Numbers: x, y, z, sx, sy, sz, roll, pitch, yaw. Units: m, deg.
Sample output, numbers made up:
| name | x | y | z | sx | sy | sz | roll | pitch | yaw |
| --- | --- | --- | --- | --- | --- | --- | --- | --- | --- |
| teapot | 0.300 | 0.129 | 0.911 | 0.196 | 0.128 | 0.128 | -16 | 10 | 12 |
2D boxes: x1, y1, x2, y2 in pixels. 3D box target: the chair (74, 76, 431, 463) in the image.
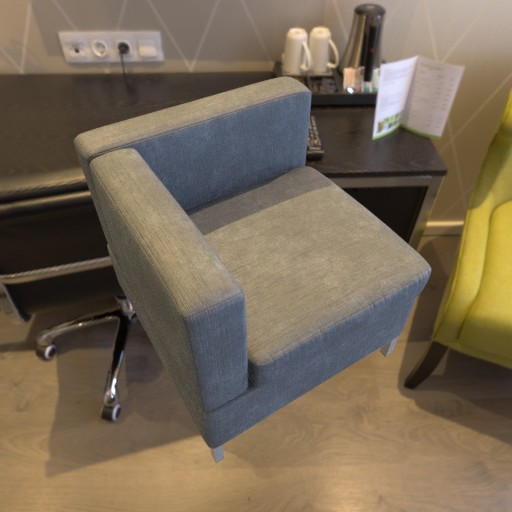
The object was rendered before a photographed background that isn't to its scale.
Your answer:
| name | x | y | z | sx | sy | sz | roll | pitch | yaw |
| --- | --- | --- | --- | --- | --- | --- | --- | --- | --- |
| chair | 0.000 | 0.000 | 1.234 | 0.680 | 0.660 | 0.680 | -24 | 51 | -21 |
